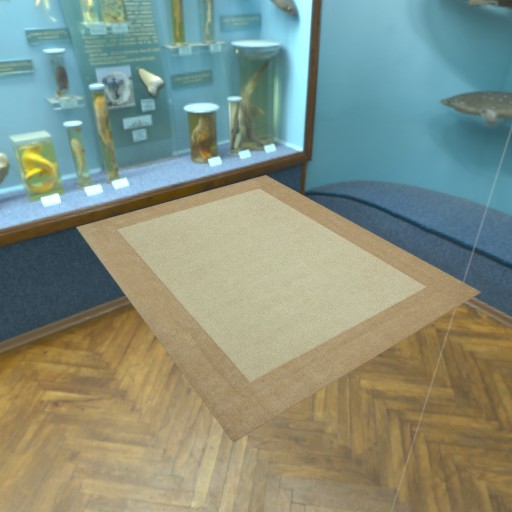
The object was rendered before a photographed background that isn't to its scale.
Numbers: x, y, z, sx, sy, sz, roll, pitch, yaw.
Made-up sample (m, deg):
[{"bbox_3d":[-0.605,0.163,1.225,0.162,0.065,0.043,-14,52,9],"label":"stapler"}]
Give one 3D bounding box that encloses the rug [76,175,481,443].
[{"bbox_3d":[0.000,0.000,4.149,2.438,0.014,3.048,-21,38,-29],"label":"rug"}]
